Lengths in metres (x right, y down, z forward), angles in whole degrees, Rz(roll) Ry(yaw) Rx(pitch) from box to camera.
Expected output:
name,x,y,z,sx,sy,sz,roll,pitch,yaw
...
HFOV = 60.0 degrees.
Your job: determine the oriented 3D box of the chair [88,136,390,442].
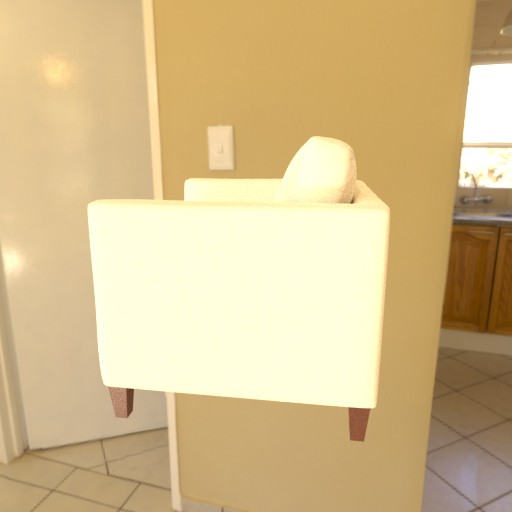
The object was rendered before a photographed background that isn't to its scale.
name,x,y,z,sx,sy,sz,roll,pitch,yaw
chair,0.000,0.000,1.725,0.878,0.885,1.019,2,14,9
